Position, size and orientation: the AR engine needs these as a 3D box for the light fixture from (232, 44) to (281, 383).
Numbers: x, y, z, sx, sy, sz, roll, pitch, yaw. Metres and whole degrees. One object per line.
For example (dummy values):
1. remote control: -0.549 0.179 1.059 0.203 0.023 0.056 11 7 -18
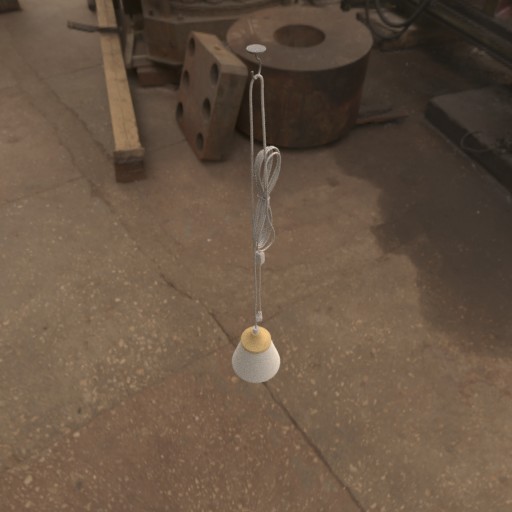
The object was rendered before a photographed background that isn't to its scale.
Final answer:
1. light fixture: 0.000 0.000 1.062 0.153 0.966 0.153 -24 51 -22
